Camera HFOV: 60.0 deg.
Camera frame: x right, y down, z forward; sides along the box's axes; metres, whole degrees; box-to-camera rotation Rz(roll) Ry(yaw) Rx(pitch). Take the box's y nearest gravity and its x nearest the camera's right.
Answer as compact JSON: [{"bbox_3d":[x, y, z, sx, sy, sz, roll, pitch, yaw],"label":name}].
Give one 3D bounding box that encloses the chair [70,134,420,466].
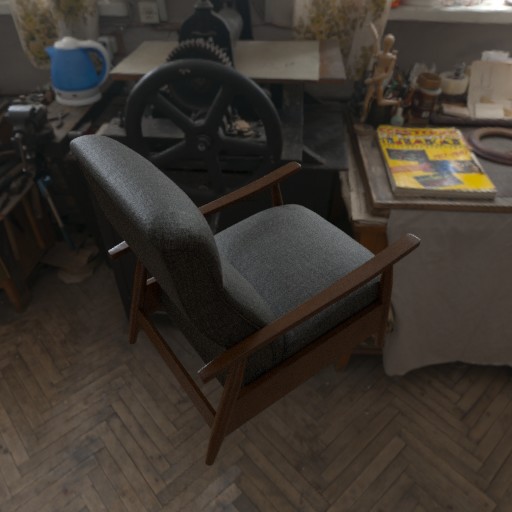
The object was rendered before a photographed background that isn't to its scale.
[{"bbox_3d":[0.000,0.000,1.749,1.014,1.082,0.762,-25,47,-26],"label":"chair"}]
